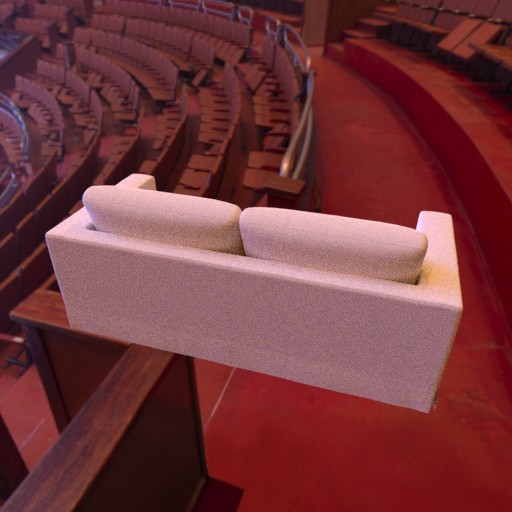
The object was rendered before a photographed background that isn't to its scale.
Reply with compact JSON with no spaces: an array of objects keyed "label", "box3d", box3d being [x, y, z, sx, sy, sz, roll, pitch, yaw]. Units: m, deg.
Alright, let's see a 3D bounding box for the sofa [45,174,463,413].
[{"label":"sofa","box3d":[0.000,0.000,2.625,2.163,0.881,0.954,10,33,15]}]
